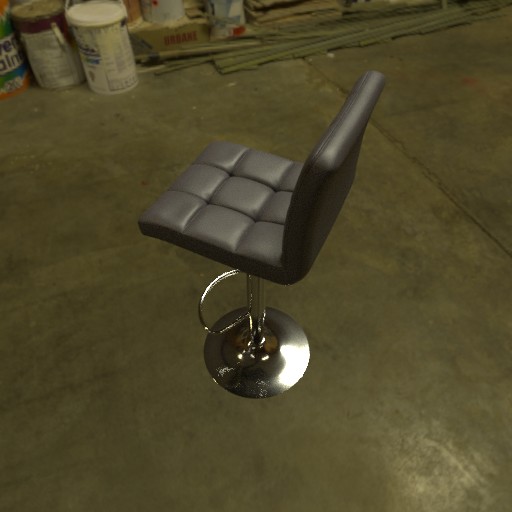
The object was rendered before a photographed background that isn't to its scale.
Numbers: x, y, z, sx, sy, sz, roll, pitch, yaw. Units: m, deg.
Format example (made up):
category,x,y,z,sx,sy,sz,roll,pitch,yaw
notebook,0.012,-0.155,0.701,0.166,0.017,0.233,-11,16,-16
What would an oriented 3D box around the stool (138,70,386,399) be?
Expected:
category,x,y,z,sx,sy,sz,roll,pitch,yaw
stool,0.000,0.000,1.381,0.505,1.115,0.430,19,50,16
